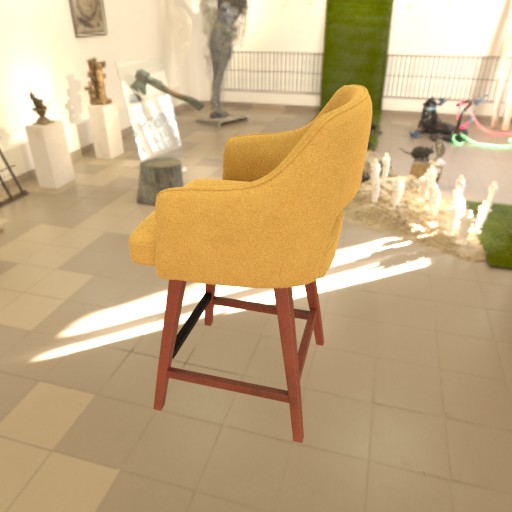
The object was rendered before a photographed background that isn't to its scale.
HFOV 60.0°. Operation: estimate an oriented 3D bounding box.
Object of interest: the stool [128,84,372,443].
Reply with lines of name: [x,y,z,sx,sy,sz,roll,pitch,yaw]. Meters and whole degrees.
stool: [0.000,0.000,1.290,0.558,0.924,0.548,8,30,13]
